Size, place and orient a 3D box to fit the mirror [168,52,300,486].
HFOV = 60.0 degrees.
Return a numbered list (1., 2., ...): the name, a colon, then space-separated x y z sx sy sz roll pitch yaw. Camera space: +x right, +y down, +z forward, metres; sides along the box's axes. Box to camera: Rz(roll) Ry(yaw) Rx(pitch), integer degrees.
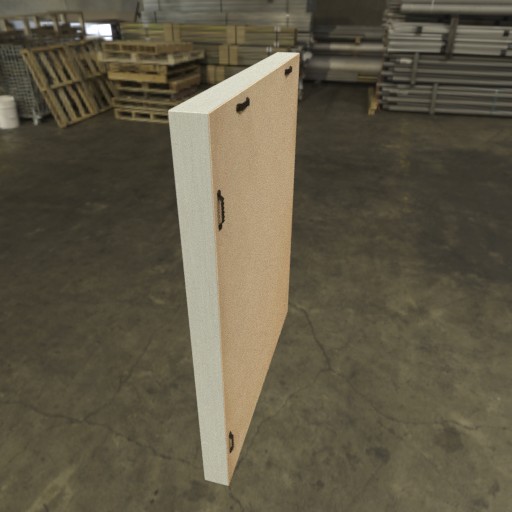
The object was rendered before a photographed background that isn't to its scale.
1. mirror: 0.000 0.000 0.657 0.041 0.508 0.405 8 32 13
